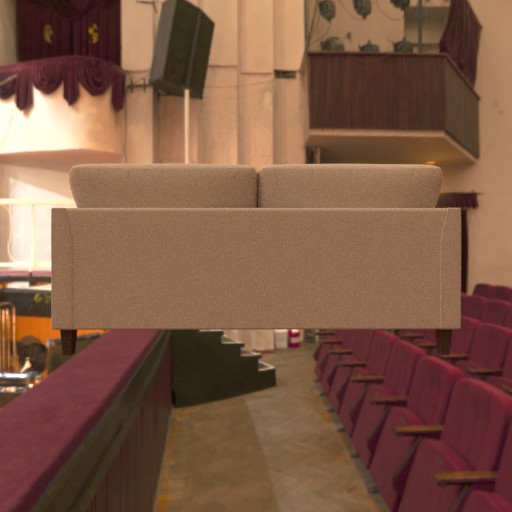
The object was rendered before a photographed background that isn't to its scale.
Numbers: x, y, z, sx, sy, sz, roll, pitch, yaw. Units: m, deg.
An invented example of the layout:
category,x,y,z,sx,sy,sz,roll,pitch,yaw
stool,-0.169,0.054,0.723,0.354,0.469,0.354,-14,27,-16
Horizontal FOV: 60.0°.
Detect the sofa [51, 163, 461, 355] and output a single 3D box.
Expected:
category,x,y,z,sx,sy,sz,roll,pitch,yaw
sofa,0.000,0.000,2.340,1.776,0.836,0.970,0,0,0
